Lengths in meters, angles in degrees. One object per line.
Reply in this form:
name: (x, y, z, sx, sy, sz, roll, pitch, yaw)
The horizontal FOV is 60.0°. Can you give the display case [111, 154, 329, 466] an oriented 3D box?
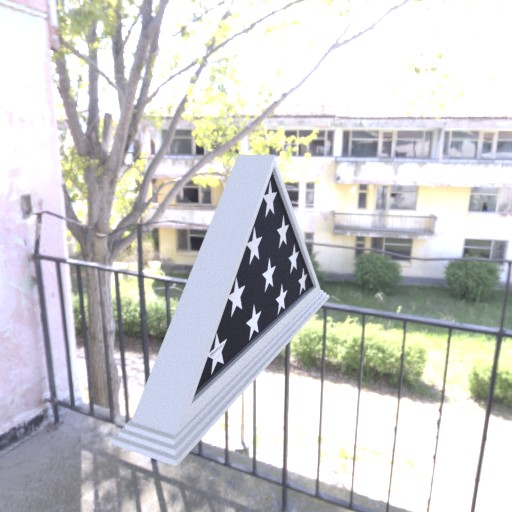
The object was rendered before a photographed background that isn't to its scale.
display case: (0.000, 0.000, 0.764, 0.095, 0.340, 0.640, 6, 15, 24)
